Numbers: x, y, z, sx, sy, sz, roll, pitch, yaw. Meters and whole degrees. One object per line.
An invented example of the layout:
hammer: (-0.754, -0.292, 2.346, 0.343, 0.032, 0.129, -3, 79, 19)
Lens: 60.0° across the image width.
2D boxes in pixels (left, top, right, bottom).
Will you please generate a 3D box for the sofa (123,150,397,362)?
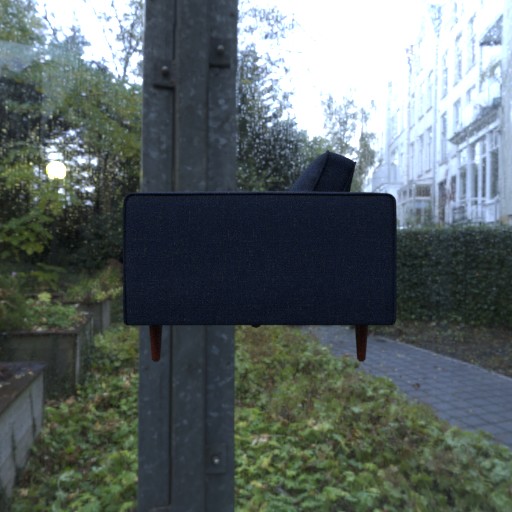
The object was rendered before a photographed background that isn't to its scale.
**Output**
sofa: (0.000, 0.000, 2.358, 0.914, 0.762, 1.880, 0, 0, 0)
